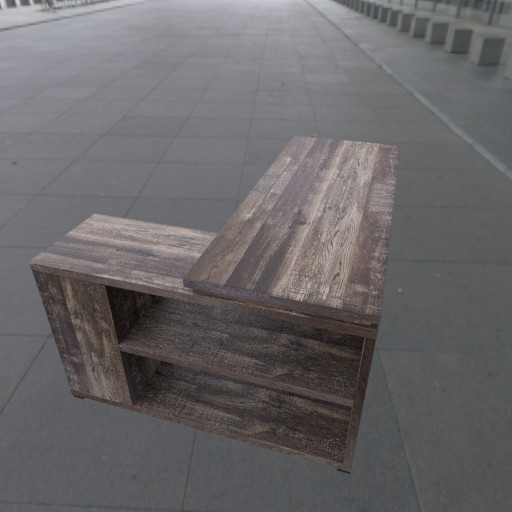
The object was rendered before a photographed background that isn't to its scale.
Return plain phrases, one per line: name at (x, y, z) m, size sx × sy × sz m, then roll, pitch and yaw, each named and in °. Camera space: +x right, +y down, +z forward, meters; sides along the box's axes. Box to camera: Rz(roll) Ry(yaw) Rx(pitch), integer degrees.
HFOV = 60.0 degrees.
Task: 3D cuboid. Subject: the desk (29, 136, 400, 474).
desk at (0.000, 0.000, 2.193) m, size 1.200 × 0.753 × 1.524 m, roll 9°, pitch 34°, yaw 15°
